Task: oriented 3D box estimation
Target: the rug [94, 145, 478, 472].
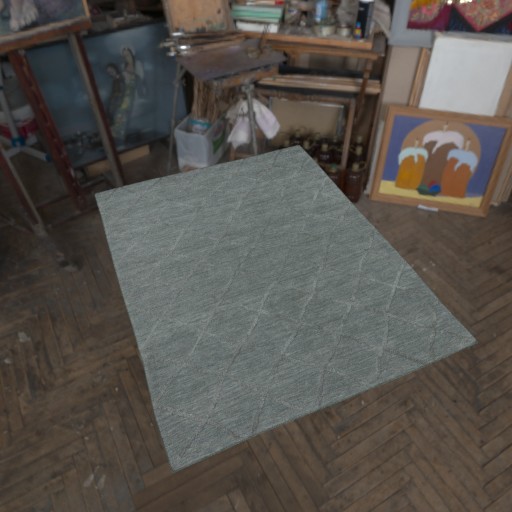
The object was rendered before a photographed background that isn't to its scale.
[{"bbox_3d":[0.000,0.000,4.035,2.438,0.013,3.048,-17,48,-16],"label":"rug"}]
